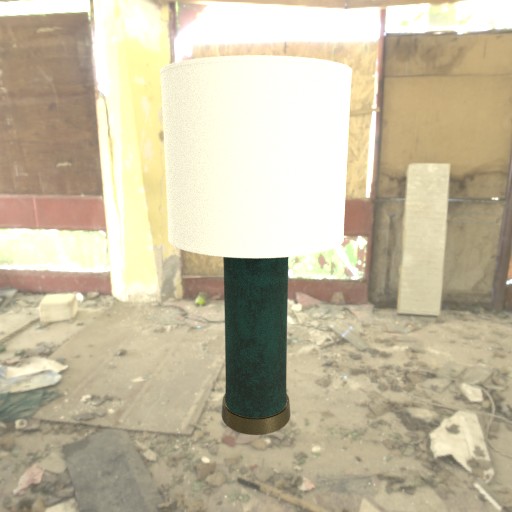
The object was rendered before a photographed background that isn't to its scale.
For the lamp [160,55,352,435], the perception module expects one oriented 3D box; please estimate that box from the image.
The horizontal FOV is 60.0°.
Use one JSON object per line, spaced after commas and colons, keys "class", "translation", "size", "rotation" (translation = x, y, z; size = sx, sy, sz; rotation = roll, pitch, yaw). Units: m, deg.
{"class": "lamp", "translation": [0.000, 0.000, 0.783], "size": [0.301, 0.630, 0.301], "rotation": [7, 16, 25]}
